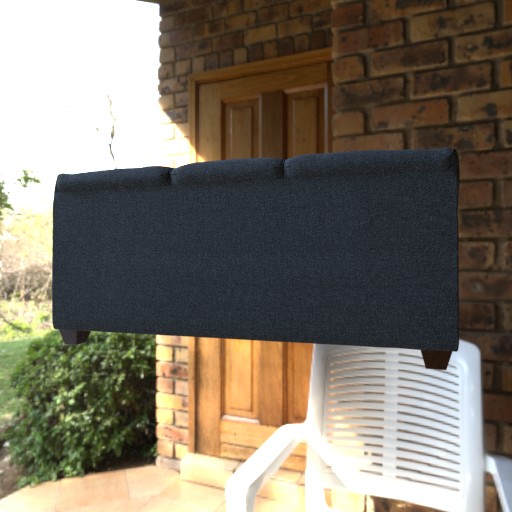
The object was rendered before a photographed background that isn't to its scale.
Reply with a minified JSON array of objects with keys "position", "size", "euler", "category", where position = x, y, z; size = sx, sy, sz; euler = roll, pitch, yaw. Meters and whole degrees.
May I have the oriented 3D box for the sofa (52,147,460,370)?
[{"position":[0.000,0.000,2.532],"size":[2.024,0.958,0.997],"euler":[0,-1,18],"category":"sofa"}]
